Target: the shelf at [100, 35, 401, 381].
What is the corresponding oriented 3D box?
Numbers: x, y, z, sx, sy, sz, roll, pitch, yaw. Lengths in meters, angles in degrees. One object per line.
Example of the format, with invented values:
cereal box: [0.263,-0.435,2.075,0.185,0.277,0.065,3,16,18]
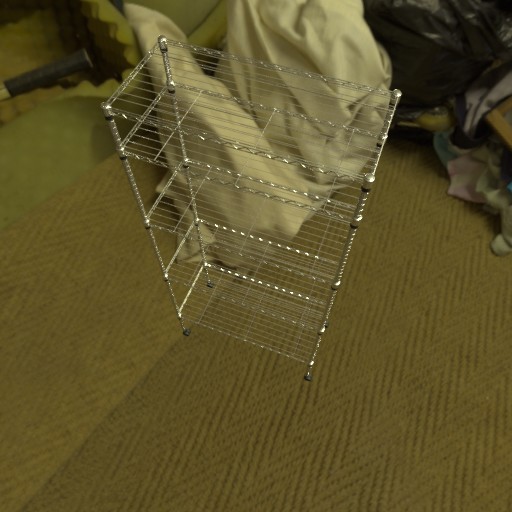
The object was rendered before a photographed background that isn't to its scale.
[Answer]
shelf: [0.000,0.000,1.863,0.762,1.587,0.356,18,60,11]
